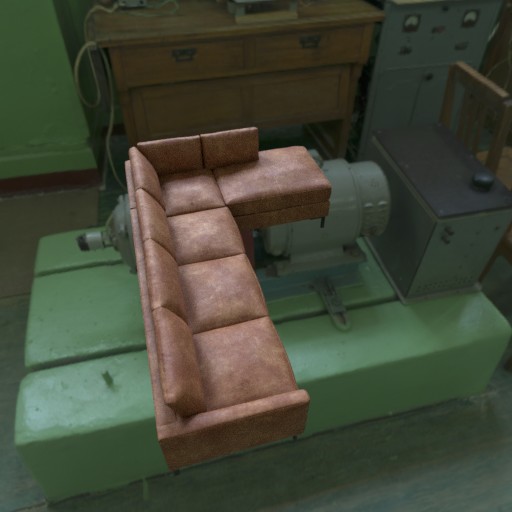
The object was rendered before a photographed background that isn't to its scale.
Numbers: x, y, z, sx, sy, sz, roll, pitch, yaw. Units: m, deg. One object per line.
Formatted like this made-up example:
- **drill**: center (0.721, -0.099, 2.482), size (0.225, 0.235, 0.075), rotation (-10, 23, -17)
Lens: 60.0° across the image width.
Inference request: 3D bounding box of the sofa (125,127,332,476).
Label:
- **sofa**: center (0.000, 0.000, 3.781), size (1.938, 0.877, 2.984), rotation (-11, 45, -11)
